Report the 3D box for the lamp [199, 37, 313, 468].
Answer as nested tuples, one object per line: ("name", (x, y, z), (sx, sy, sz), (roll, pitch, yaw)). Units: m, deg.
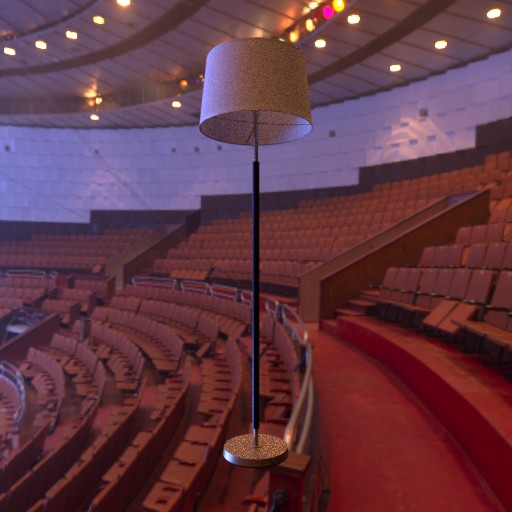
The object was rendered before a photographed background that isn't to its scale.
("lamp", (0.000, 0.000, 1.639), (0.420, 1.447, 0.420), (0, -2, 0))
